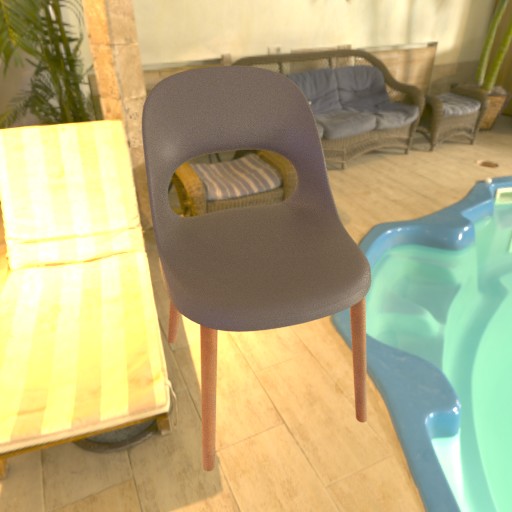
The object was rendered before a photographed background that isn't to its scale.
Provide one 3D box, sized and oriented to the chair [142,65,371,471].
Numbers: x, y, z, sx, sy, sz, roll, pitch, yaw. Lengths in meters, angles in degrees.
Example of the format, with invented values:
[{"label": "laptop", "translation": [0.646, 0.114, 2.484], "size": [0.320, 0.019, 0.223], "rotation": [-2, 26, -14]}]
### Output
[{"label": "chair", "translation": [0.000, 0.000, 1.098], "size": [0.470, 0.795, 0.556], "rotation": [-10, 33, -16]}]
